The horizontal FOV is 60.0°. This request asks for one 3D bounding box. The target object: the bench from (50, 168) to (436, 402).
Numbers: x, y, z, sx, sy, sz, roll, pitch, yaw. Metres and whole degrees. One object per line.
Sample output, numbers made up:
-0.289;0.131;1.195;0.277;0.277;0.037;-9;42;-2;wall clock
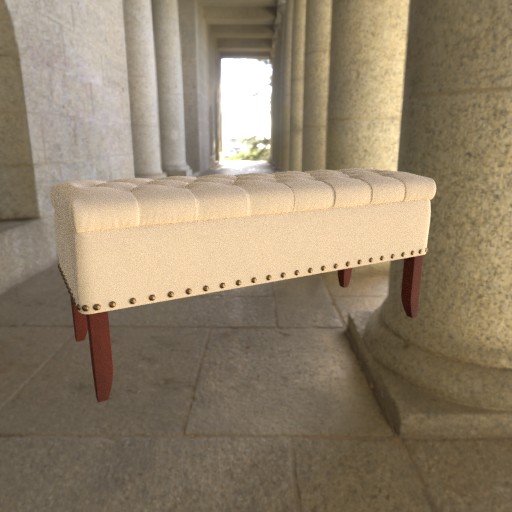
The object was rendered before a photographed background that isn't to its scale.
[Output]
0.000;0.000;1.316;1.054;0.470;0.400;-8;17;-28;bench
